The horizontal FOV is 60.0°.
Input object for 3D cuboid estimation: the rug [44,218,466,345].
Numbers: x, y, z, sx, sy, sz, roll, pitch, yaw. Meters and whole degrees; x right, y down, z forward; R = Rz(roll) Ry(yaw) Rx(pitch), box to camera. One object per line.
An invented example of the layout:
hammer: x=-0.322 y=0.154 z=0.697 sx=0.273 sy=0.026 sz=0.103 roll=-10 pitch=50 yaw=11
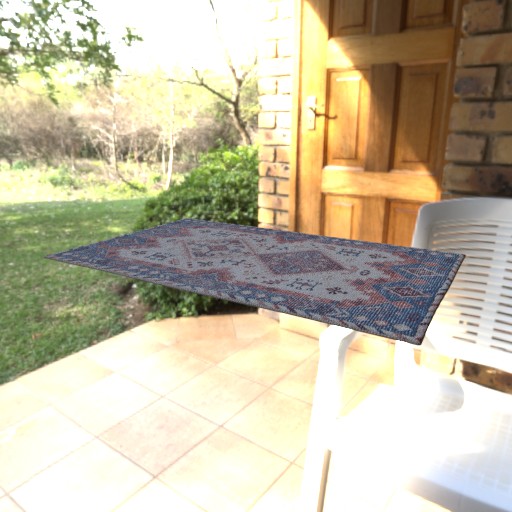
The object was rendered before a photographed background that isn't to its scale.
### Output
rug: x=0.000 y=0.000 z=3.028 sx=2.464 sy=0.023 sz=1.521 roll=10 pitch=19 yaw=29
